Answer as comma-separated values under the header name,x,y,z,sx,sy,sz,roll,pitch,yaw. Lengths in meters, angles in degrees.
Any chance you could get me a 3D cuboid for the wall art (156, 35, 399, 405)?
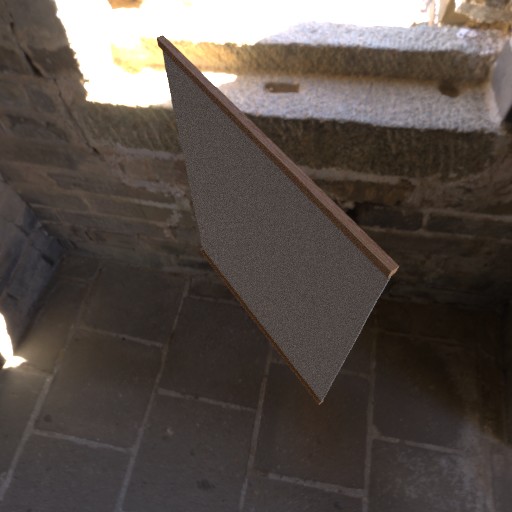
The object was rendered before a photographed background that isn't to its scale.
name,x,y,z,sx,sy,sz,roll,pitch,yaw
wall art,0.000,0.000,0.678,0.010,0.507,0.404,-32,64,-17
